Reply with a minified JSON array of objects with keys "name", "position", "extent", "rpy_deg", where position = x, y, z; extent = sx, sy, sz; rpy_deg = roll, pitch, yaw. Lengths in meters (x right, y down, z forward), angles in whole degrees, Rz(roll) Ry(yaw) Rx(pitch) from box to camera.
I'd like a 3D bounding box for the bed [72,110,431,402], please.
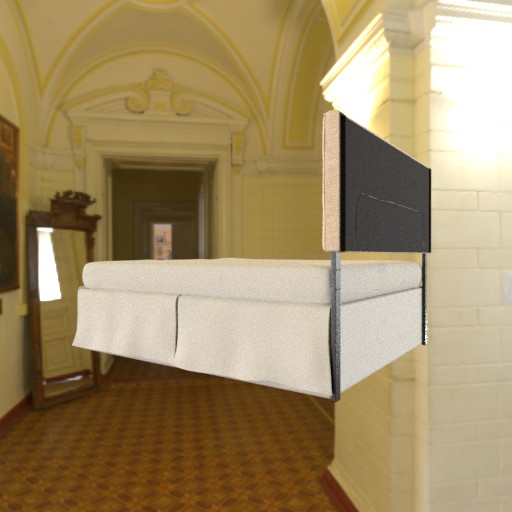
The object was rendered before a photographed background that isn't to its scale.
[{"name":"bed","position":[0.000,0.000,3.110],"extent":[1.978,1.270,1.643],"rpy_deg":[0,0,35]}]
